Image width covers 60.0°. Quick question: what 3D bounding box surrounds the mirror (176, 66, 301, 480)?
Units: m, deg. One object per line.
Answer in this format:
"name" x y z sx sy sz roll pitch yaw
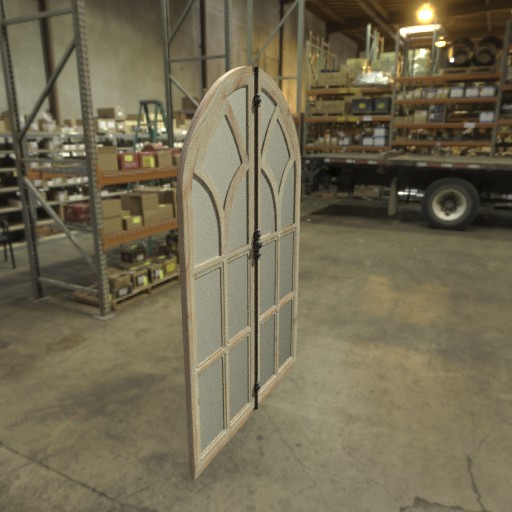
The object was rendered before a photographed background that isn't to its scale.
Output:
"mirror" 0.000 0.000 1.154 0.032 0.915 0.609 8 17 26
